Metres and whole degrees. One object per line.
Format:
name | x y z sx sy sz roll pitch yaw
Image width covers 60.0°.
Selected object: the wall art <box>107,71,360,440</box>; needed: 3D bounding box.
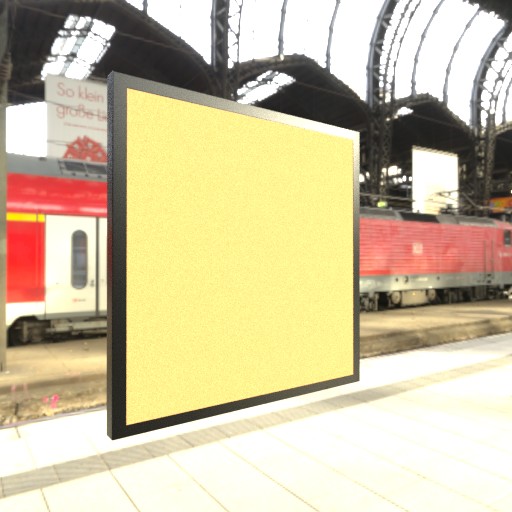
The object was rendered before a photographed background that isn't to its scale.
wall art | 0.000 0.000 1.146 0.755 0.761 0.038 0 0 -36
